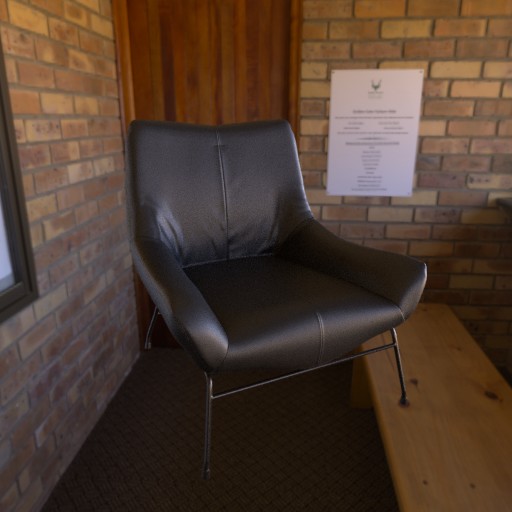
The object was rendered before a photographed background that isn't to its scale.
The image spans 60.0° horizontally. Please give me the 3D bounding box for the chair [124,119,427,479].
[{"bbox_3d":[0.000,0.000,1.555,0.836,0.922,0.826,-8,19,-26],"label":"chair"}]
